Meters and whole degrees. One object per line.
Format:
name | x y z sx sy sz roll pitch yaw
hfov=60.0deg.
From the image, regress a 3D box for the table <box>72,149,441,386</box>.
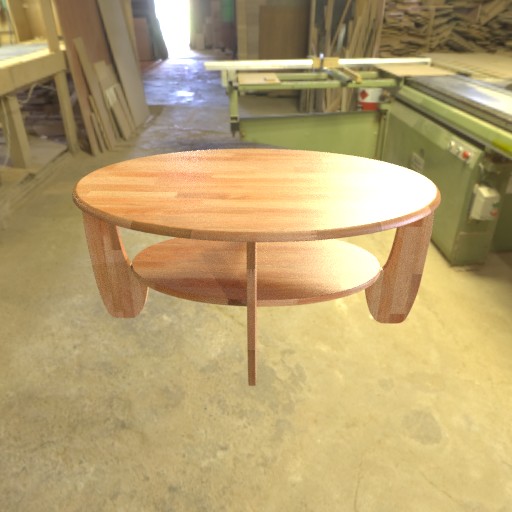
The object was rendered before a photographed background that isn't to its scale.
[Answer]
table | 0.000 0.000 1.380 1.040 0.490 0.690 1 29 2
